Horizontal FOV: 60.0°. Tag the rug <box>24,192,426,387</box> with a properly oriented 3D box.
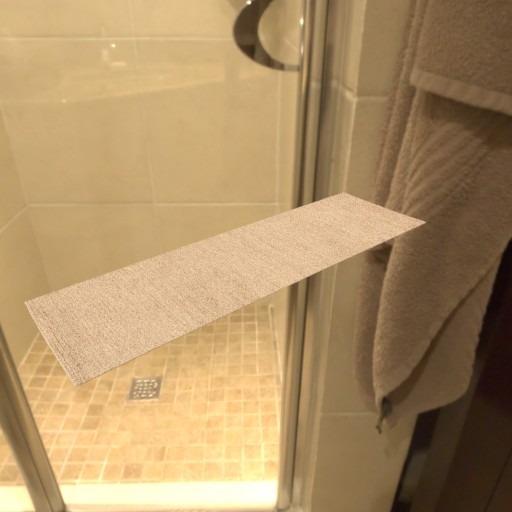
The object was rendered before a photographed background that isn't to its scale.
[{"bbox_3d":[0.000,0.000,2.561,2.346,0.013,0.712,-22,36,-33],"label":"rug"}]
